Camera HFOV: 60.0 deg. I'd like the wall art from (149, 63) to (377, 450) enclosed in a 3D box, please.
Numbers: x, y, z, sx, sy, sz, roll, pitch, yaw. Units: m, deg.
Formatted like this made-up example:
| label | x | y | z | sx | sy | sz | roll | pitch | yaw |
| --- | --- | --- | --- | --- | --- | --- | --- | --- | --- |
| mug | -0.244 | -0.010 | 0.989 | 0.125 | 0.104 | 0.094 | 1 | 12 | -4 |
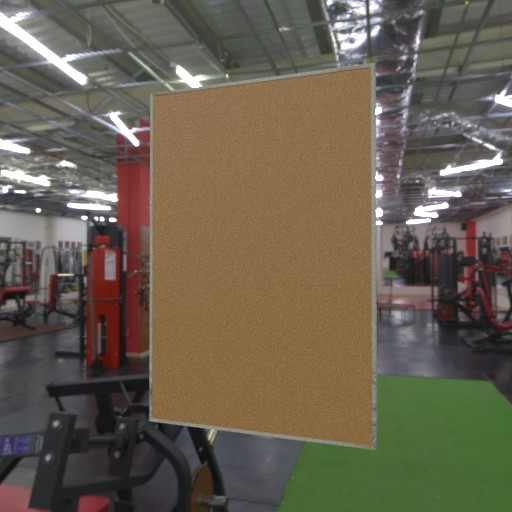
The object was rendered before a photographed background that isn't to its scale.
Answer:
| label | x | y | z | sx | sy | sz | roll | pitch | yaw |
| --- | --- | --- | --- | --- | --- | --- | --- | --- | --- |
| wall art | 0.000 | 0.000 | 0.970 | 0.508 | 0.764 | 0.038 | 0 | -1 | 18 |
